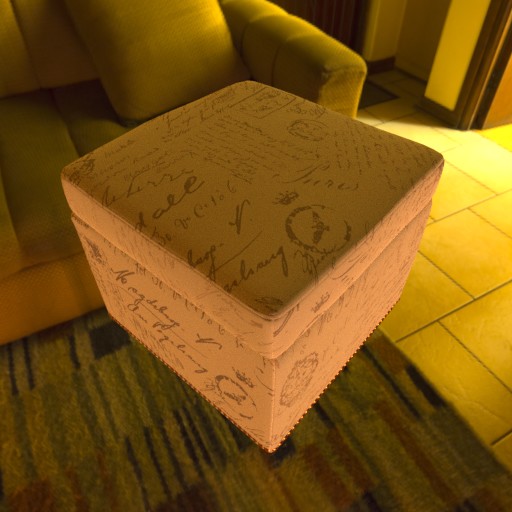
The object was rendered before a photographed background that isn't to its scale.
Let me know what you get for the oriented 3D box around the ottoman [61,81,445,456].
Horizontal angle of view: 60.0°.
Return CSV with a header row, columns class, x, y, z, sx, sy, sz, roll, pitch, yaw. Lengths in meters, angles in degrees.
class,x,y,z,sx,sy,sz,roll,pitch,yaw
ottoman,0.000,0.000,0.832,0.450,0.457,0.449,31,53,28
